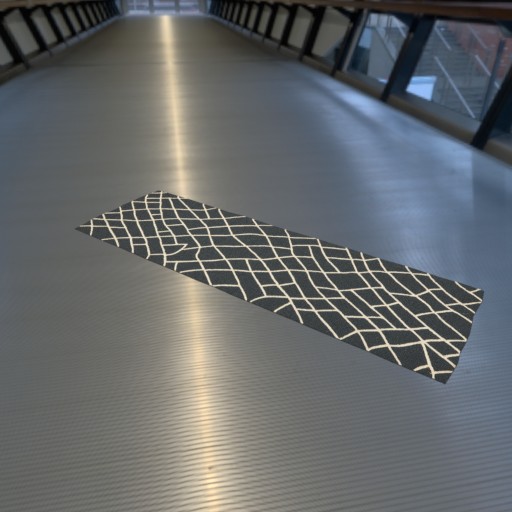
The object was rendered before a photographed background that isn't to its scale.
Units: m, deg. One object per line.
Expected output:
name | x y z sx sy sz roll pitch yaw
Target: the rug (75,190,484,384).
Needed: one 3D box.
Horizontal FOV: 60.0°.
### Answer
rug | 0.000 0.000 2.706 2.476 0.010 0.807 20 37 29
